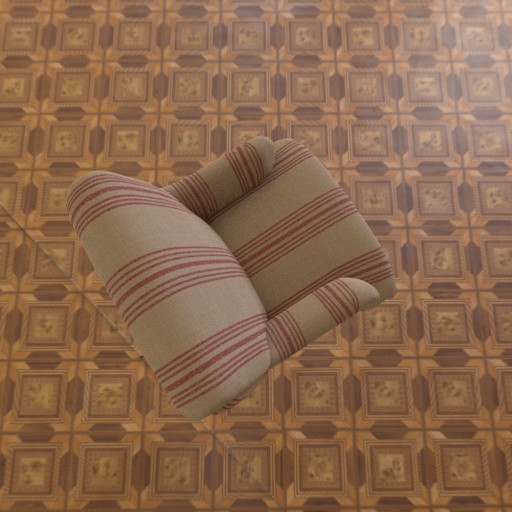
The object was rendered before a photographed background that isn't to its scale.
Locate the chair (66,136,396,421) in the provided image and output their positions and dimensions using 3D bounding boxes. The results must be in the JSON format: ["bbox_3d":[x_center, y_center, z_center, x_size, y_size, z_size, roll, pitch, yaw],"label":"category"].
[{"bbox_3d":[0.000,0.000,1.930,1.058,1.123,0.933,-32,79,-7],"label":"chair"}]
